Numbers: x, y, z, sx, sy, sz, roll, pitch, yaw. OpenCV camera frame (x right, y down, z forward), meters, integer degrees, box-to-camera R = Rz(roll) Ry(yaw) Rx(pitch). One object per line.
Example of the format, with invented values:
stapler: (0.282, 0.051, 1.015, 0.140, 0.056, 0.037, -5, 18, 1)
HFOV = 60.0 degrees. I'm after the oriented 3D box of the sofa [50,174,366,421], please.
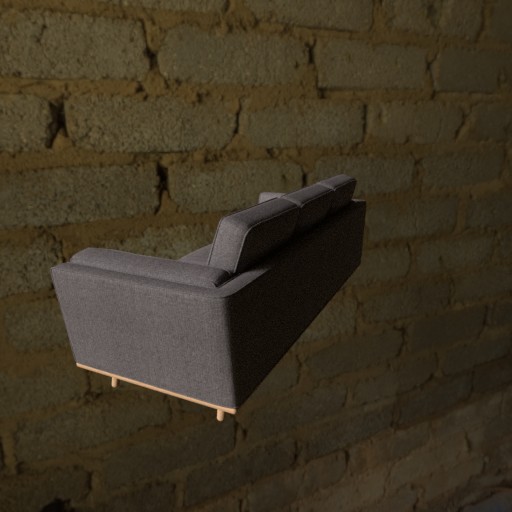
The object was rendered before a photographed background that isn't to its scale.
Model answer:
sofa: (0.000, 0.000, 2.814, 0.903, 0.899, 2.362, 8, 18, 24)
